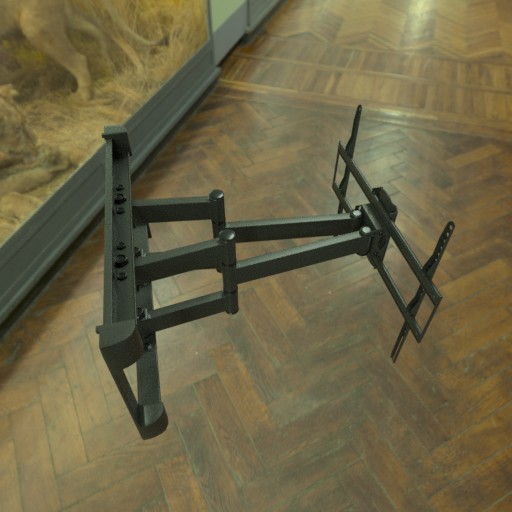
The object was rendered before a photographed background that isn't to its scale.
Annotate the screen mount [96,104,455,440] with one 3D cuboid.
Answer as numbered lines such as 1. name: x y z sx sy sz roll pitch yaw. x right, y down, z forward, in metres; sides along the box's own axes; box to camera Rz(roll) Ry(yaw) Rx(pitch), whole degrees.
1. screen mount: 0.000 0.000 0.938 0.556 0.424 0.571 -9 47 -9
